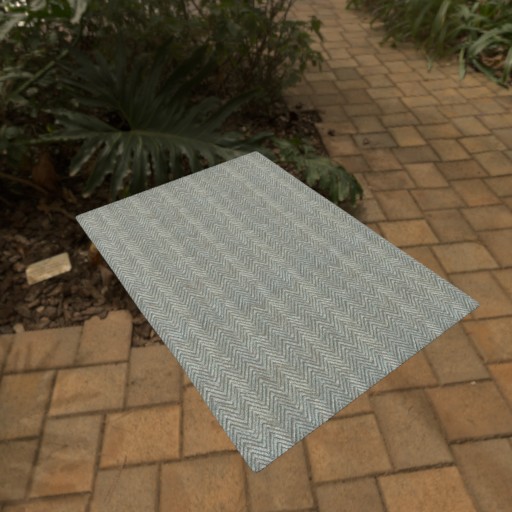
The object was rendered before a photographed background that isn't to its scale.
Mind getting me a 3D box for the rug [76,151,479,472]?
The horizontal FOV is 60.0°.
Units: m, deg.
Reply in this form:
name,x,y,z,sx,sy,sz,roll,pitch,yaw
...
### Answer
name,x,y,z,sx,sy,sz,roll,pitch,yaw
rug,0.000,0.000,5.152,2.894,0.011,3.957,-26,48,-26
